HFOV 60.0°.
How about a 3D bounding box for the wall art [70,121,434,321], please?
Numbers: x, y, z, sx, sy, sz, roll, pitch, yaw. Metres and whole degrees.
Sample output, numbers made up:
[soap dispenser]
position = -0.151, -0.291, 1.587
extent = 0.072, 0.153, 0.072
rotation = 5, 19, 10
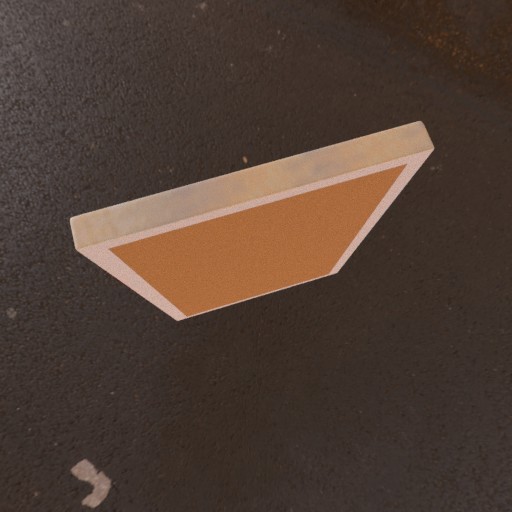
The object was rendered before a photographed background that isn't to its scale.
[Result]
[wall art]
position = 0.000, 0.000, 0.770
extent = 0.401, 0.610, 0.038
rotation = -16, 75, -4
